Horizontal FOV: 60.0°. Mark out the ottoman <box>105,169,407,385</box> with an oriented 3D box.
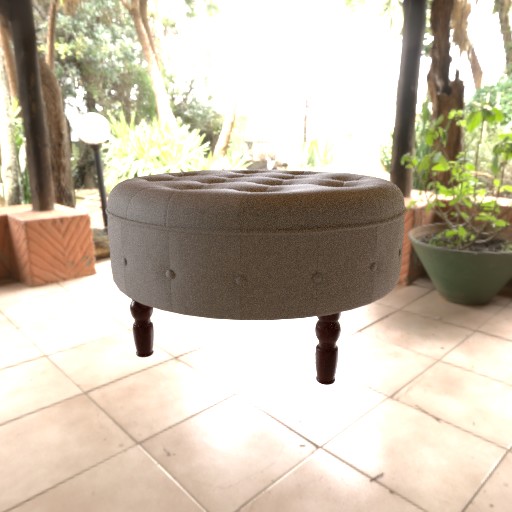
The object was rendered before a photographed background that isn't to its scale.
[{"bbox_3d":[0.000,0.000,1.357,0.849,0.478,0.849,0,15,0],"label":"ottoman"}]
